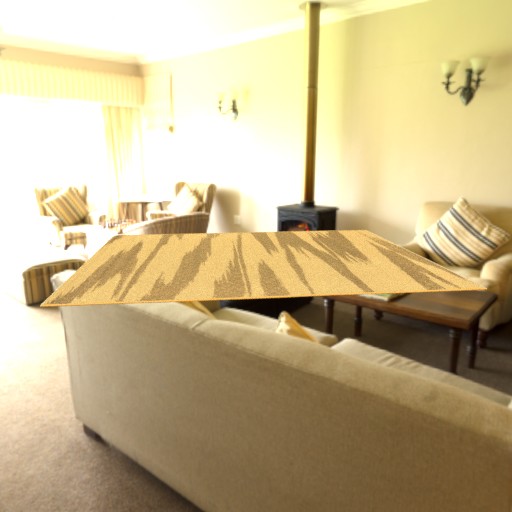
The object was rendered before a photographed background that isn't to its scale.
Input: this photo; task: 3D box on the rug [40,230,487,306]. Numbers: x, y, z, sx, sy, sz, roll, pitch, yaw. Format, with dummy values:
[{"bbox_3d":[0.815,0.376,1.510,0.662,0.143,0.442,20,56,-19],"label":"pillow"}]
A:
[{"bbox_3d":[0.000,0.000,4.015,2.945,0.014,2.353,-2,13,-7],"label":"rug"}]
